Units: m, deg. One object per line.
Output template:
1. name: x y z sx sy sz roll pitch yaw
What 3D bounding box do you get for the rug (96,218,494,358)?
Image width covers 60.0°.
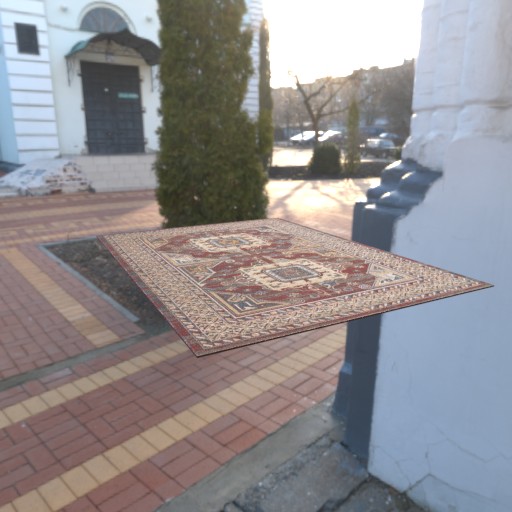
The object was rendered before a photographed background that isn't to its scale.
1. rug: 0.000 0.000 4.172 2.381 0.013 3.197 -8 17 -27
